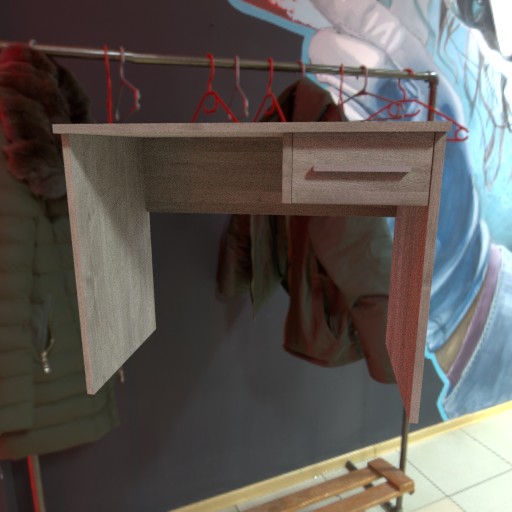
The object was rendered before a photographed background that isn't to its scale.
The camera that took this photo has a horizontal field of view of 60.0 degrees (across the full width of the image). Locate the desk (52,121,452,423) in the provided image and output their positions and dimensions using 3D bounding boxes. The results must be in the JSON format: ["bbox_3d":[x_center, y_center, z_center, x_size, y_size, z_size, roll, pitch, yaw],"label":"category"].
[{"bbox_3d":[0.000,0.000,1.301,0.893,0.724,0.498,2,14,9],"label":"desk"}]
